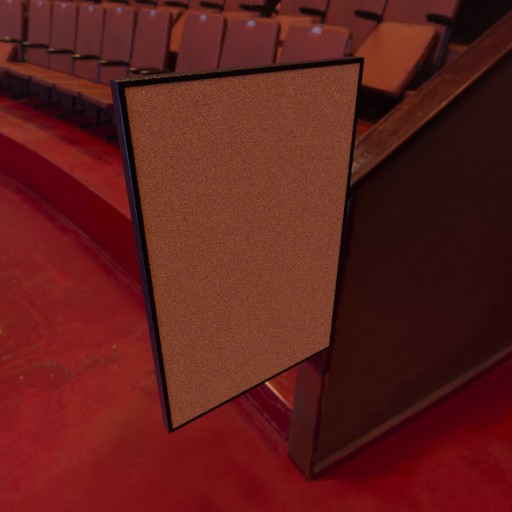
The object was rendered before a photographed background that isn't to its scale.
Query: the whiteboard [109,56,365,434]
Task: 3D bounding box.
[{"bbox_3d":[0.000,0.000,0.769,0.406,0.611,0.026,-20,36,-30],"label":"whiteboard"}]
